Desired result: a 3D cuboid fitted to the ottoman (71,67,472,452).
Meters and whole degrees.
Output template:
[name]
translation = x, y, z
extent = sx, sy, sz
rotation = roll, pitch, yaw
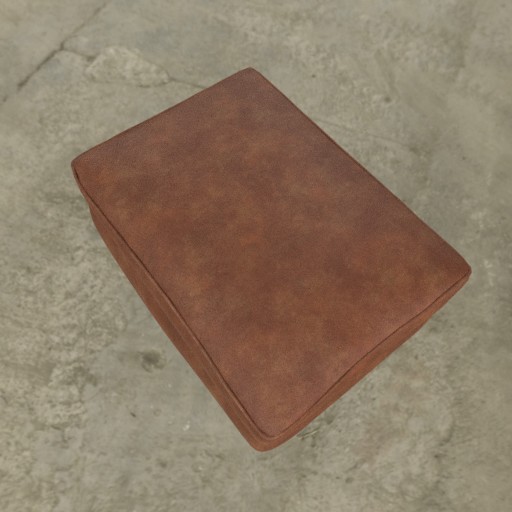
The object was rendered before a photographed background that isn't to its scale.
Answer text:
[ottoman]
translation = 0.000, 0.000, 0.968
extent = 0.501, 0.418, 0.665
rotation = -34, 68, -16
